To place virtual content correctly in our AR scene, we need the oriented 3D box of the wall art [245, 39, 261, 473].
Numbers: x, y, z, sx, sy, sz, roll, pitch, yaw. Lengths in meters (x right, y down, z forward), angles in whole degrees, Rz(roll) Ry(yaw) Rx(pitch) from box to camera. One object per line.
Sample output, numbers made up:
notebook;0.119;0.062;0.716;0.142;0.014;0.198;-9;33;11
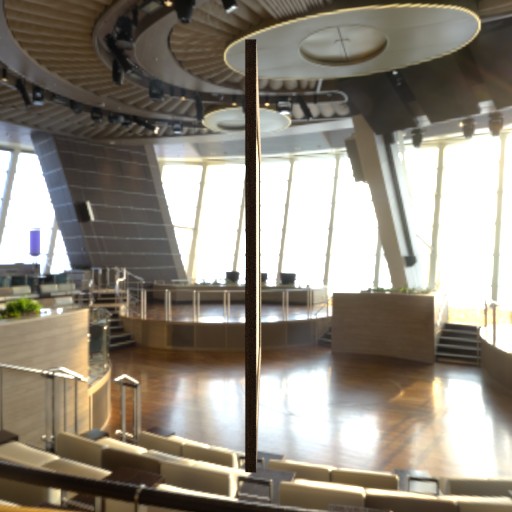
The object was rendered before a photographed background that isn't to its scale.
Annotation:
wall art;0.000;0.000;1.411;0.023;0.875;1.033;0;0;1
